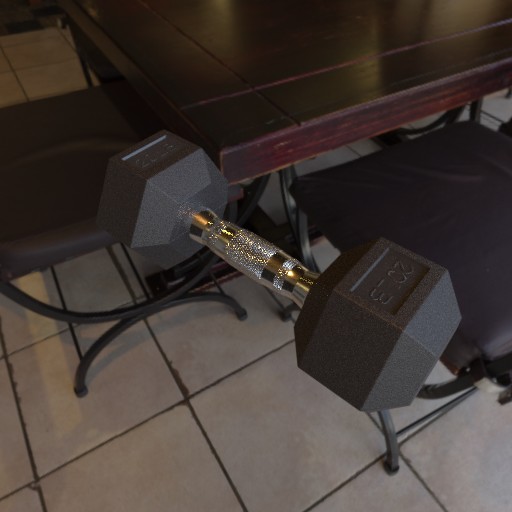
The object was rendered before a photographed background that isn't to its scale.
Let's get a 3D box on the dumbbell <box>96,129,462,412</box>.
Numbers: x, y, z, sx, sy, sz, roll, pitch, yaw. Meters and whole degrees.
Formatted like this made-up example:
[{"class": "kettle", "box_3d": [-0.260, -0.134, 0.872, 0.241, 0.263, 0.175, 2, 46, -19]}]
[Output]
[{"class": "dumbbell", "box_3d": [0.000, 0.000, 0.319, 0.272, 0.092, 0.106, 31, 53, 26]}]
